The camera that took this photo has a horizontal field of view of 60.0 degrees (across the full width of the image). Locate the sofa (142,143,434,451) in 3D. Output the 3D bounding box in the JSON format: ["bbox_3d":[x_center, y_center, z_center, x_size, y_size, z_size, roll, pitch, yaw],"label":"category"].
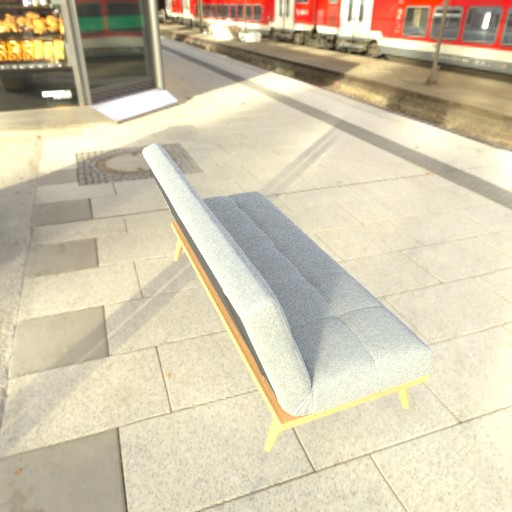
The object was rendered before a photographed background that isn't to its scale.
[{"bbox_3d":[0.000,0.000,2.303,0.800,0.800,1.820,-11,32,-19],"label":"sofa"}]
